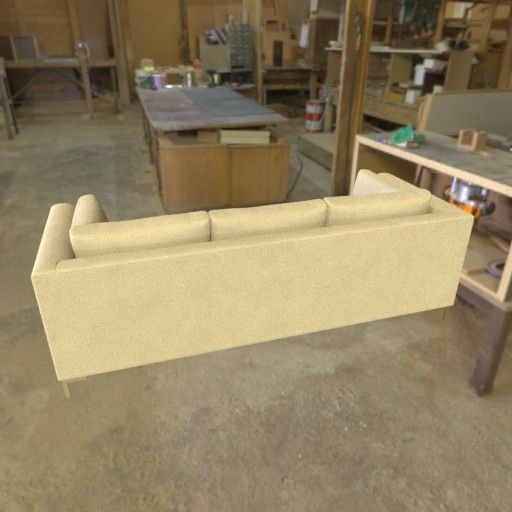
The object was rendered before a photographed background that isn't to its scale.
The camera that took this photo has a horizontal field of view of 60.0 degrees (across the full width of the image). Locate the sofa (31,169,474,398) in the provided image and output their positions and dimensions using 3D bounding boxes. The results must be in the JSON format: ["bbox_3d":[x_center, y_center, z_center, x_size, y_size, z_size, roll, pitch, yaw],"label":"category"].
[{"bbox_3d":[0.000,0.000,2.853,2.415,0.867,0.969,-8,28,-15],"label":"sofa"}]
